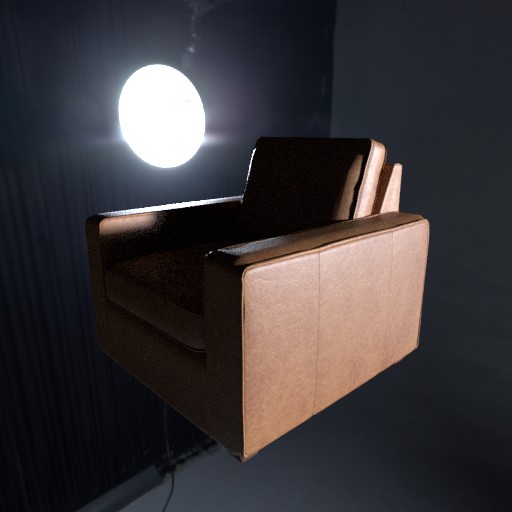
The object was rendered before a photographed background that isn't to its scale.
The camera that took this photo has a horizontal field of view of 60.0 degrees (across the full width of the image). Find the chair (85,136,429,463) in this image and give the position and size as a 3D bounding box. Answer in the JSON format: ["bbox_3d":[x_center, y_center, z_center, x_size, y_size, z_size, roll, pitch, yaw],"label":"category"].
[{"bbox_3d":[0.000,0.000,1.745,0.987,0.901,1.027,15,21,42],"label":"chair"}]
